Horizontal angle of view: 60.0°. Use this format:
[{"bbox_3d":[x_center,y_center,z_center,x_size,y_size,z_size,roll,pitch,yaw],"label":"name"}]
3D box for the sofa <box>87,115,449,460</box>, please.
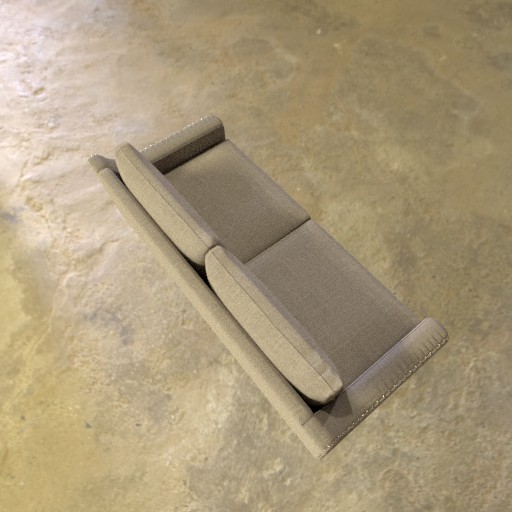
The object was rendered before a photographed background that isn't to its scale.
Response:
[{"bbox_3d":[0.000,0.000,2.759,1.000,0.857,2.208,-34,65,-19],"label":"sofa"}]
